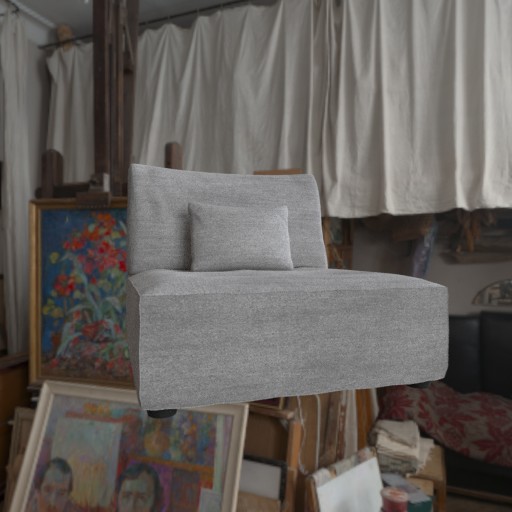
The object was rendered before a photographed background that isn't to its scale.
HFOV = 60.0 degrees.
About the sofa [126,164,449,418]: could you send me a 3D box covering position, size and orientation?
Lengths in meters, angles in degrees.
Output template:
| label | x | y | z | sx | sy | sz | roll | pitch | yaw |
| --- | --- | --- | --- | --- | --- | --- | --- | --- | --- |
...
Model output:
| label | x | y | z | sx | sy | sz | roll | pitch | yaw |
| --- | --- | --- | --- | --- | --- | --- | --- | --- | --- |
| sofa | 0.000 | 0.000 | 1.698 | 0.930 | 0.820 | 1.000 | 0 | 0 | -18 |
